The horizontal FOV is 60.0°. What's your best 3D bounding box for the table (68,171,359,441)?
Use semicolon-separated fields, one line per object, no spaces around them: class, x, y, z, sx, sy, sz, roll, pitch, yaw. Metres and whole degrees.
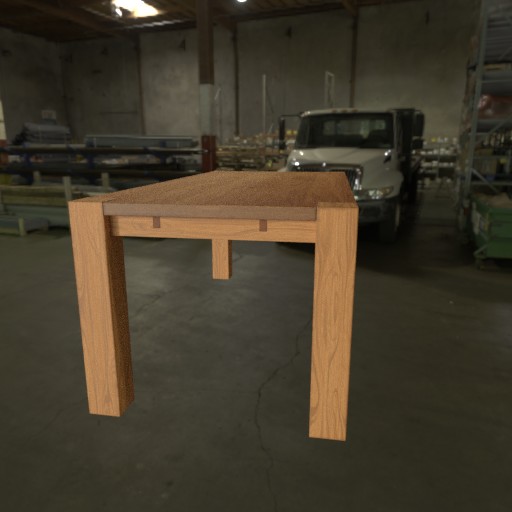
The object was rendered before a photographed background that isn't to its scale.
table;0.000;0.000;2.280;0.900;0.760;1.800;2;14;9
